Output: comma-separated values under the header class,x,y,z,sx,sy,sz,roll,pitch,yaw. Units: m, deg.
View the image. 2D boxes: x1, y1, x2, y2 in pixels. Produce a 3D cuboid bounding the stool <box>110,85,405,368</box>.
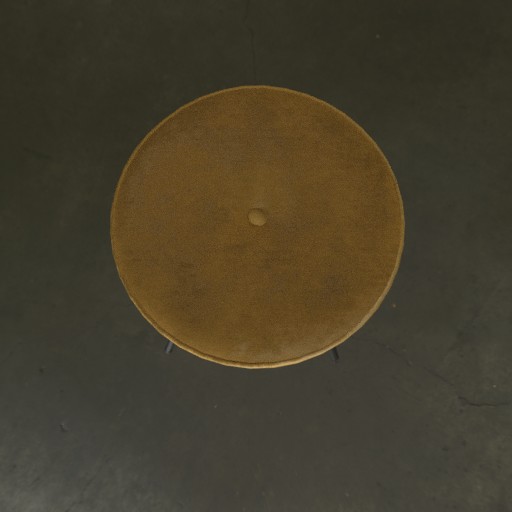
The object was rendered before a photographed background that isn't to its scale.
class,x,y,z,sx,sy,sz,roll,pitch,yaw
stool,0.000,0.000,0.913,0.472,0.595,0.438,5,77,1
